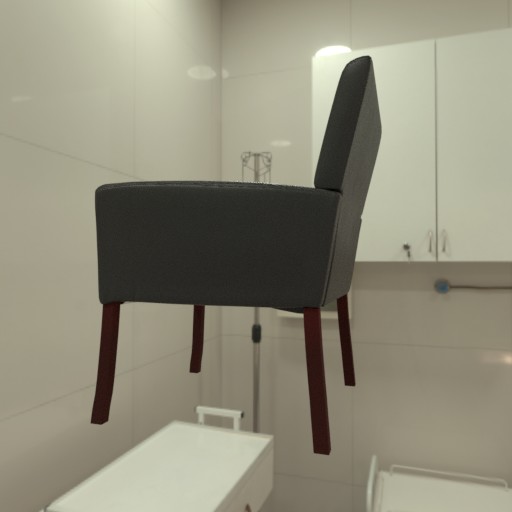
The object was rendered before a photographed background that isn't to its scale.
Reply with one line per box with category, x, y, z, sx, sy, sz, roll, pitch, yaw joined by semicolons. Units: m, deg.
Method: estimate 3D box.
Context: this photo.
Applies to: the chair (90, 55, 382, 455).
chair;0.000;0.000;1.444;0.772;0.951;0.683;0;-1;18
